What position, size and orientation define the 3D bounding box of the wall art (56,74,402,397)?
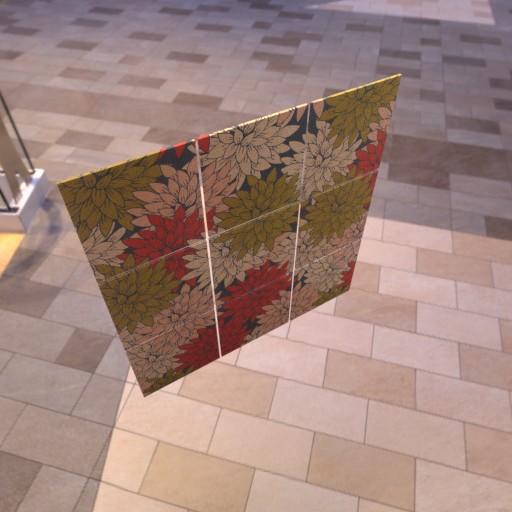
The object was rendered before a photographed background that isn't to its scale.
[{"bbox_3d":[0.000,0.000,2.272,1.519,1.534,0.013,-24,51,-21],"label":"wall art"}]
